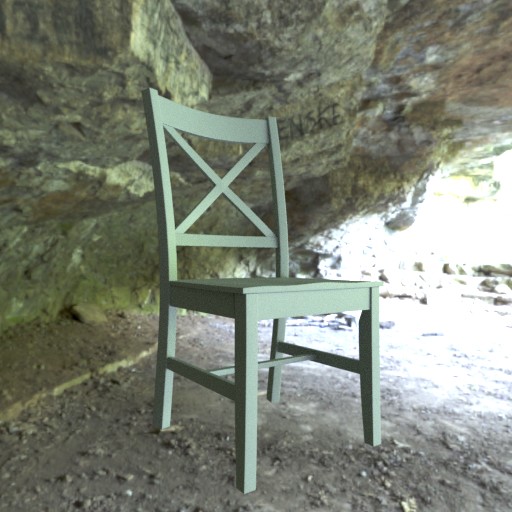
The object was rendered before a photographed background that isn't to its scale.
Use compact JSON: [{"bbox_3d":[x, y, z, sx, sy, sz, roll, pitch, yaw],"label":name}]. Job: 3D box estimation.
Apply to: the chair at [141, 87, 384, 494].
[{"bbox_3d":[0.000,0.000,1.250,0.485,0.983,0.542,0,-1,-35],"label":"chair"}]
